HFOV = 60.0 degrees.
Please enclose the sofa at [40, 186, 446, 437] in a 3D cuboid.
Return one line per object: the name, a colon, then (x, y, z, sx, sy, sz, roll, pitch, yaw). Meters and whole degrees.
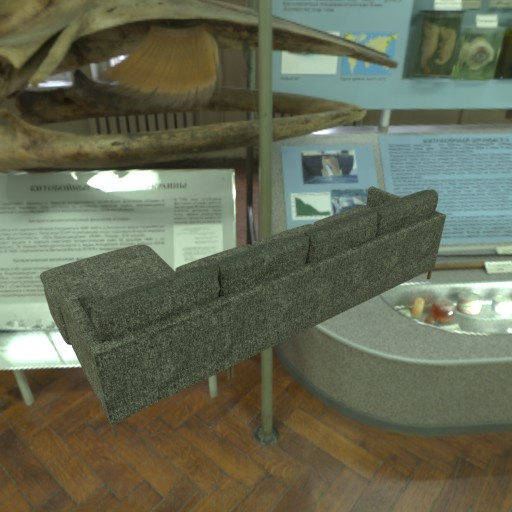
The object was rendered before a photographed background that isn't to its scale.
sofa: (0.000, 0.000, 4.005, 3.384, 0.970, 1.488, -19, 35, -30)
